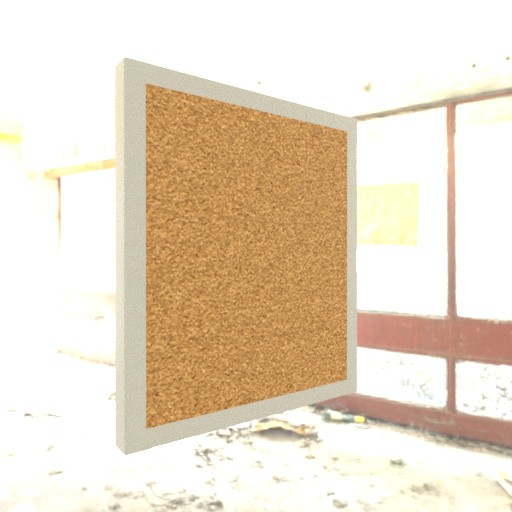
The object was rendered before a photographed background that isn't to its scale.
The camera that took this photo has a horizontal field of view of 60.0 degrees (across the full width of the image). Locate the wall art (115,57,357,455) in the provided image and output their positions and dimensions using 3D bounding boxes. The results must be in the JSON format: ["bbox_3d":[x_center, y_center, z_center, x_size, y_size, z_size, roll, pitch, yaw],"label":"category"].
[{"bbox_3d":[0.000,0.000,0.531,0.331,0.381,0.028,0,0,-36],"label":"wall art"}]
